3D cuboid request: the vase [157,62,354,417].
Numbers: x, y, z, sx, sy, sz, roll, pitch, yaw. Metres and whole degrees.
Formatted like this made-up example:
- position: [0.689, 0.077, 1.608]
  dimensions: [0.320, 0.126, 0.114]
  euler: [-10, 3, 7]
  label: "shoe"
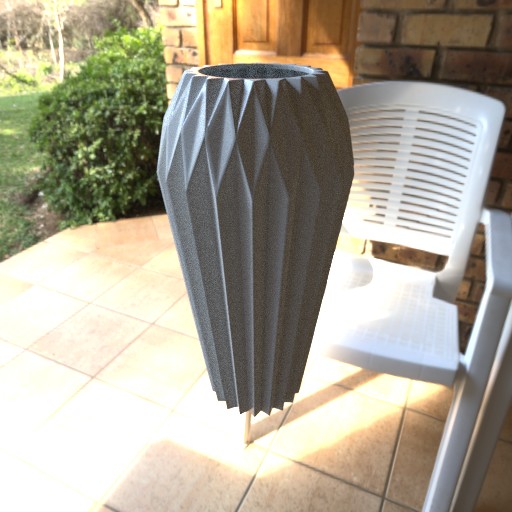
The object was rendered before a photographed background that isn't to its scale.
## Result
- position: [0.000, 0.000, 0.338]
  dimensions: [0.133, 0.263, 0.133]
  euler: [0, 30, 0]
  label: "vase"
